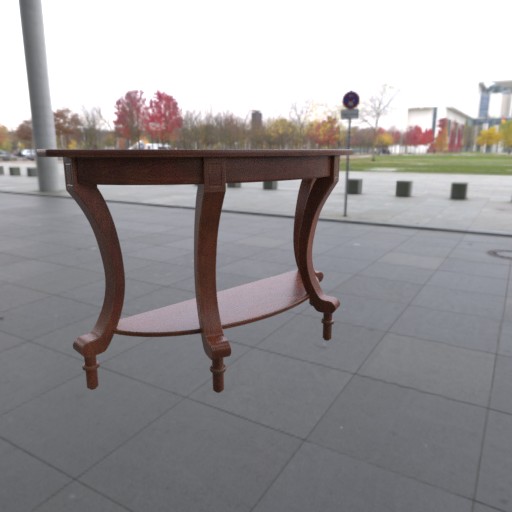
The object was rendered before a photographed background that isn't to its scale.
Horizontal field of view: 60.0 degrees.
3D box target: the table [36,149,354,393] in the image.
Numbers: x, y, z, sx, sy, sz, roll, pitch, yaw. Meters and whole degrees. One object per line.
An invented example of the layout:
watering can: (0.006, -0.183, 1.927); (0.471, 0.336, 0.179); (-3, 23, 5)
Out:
table: (0.000, 0.000, 1.493); (1.198, 0.699, 0.394); (-13, 18, -43)
